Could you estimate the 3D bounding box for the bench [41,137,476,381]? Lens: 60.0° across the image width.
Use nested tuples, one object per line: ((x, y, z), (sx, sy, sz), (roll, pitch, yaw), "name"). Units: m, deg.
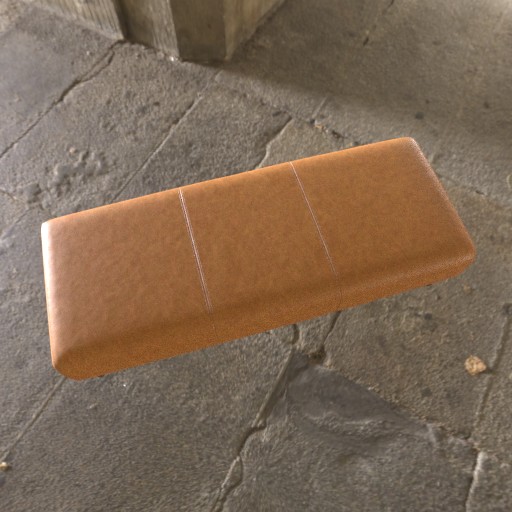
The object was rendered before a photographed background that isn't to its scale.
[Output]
((0.000, 0.000, 1.862), (1.610, 0.399, 0.653), (-14, 65, -7), "bench")
